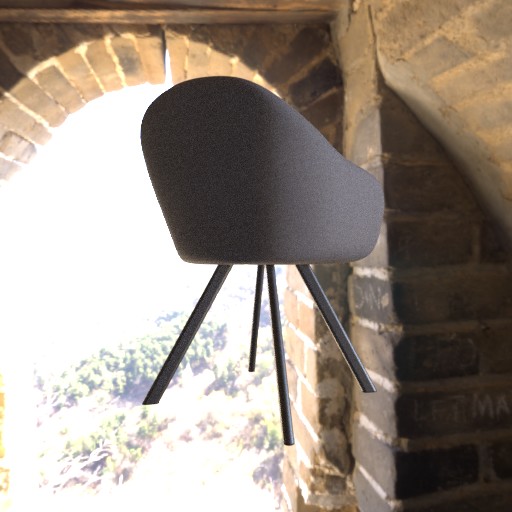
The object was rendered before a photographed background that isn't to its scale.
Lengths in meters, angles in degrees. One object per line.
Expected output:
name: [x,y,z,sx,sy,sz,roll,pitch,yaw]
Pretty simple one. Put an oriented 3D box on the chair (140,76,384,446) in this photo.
chair: [0.000,0.000,1.198,0.540,0.780,0.570,-1,-1,36]
